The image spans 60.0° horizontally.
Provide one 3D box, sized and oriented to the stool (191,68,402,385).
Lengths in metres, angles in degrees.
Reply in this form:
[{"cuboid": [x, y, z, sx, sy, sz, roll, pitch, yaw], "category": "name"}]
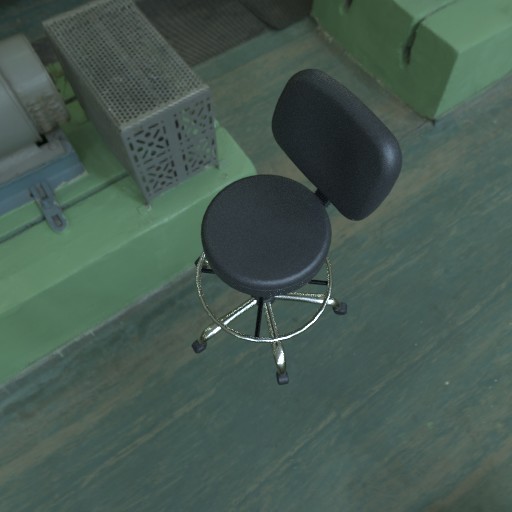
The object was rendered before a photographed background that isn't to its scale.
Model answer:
[{"cuboid": [0.000, 0.000, 1.496, 0.658, 1.069, 0.694, -34, 69, -15], "category": "stool"}]
